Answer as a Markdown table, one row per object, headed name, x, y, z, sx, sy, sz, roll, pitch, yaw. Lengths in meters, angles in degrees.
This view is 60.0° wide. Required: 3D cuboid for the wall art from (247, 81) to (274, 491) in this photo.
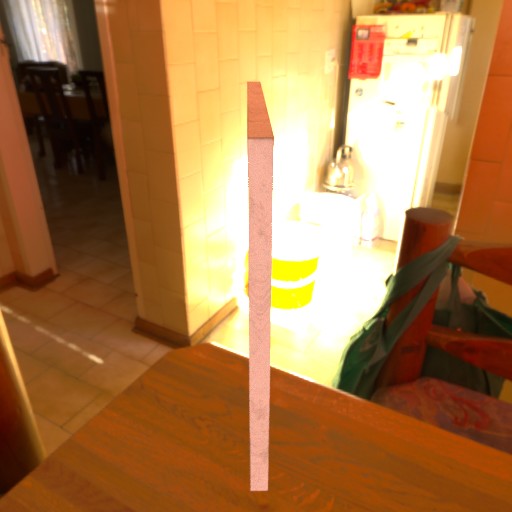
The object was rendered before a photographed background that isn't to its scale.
| name | x | y | z | sx | sy | sz | roll | pitch | yaw |
| --- | --- | --- | --- | --- | --- | --- | --- | --- | --- |
| wall art | 0.000 | 0.000 | 1.129 | 0.038 | 0.757 | 0.760 | 0 | 27 | -1 |
